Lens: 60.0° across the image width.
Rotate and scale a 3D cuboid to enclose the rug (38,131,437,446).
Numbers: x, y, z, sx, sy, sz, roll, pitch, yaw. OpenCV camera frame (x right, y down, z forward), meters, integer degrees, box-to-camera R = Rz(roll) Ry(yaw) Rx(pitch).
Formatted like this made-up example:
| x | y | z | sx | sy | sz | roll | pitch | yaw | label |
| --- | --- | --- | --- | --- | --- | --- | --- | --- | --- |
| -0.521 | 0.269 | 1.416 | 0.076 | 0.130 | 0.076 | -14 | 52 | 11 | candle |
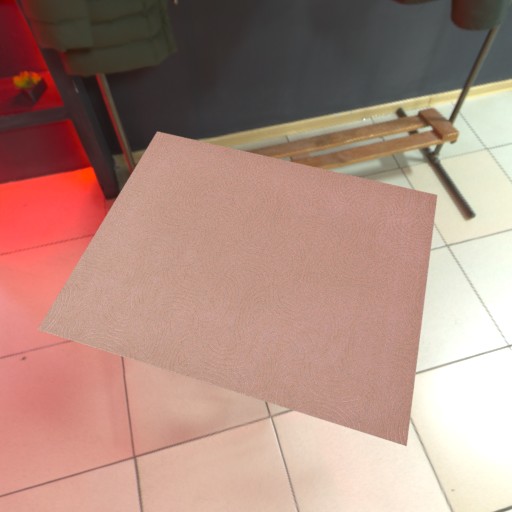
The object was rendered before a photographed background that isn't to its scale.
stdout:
| x | y | z | sx | sy | sz | roll | pitch | yaw | label |
| --- | --- | --- | --- | --- | --- | --- | --- | --- | --- |
| 0.000 | 0.000 | 3.442 | 2.584 | 0.011 | 2.073 | 15 | 60 | 9 | rug |
